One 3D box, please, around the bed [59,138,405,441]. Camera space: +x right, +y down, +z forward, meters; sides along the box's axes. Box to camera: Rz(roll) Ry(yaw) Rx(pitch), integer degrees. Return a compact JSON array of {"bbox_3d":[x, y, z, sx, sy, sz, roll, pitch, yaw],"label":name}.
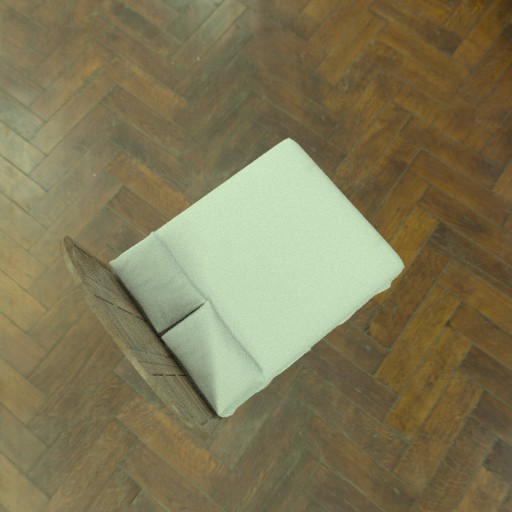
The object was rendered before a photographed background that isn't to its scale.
[{"bbox_3d":[0.000,0.000,3.443,2.112,2.002,1.713,-37,78,-9],"label":"bed"}]
